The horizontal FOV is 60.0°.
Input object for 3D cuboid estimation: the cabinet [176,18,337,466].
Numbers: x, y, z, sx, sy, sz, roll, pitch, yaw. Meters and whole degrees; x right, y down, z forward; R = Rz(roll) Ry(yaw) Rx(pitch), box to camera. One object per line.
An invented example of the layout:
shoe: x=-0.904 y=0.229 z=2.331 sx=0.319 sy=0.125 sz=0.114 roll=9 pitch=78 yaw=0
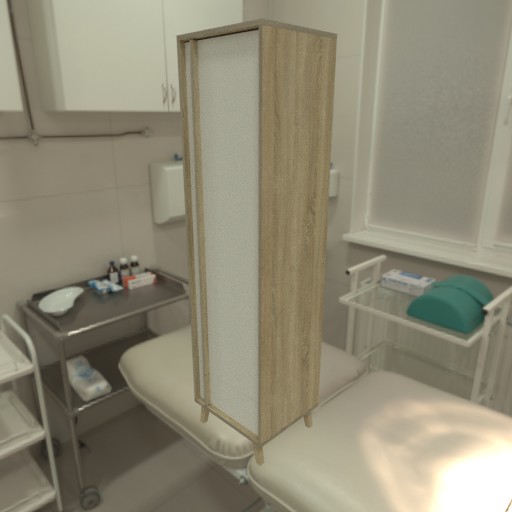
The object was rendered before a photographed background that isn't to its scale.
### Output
cabinet: x=0.000 y=0.000 z=2.169 sx=0.510 sy=1.960 sz=0.450 roll=17 pitch=24 yaw=42
